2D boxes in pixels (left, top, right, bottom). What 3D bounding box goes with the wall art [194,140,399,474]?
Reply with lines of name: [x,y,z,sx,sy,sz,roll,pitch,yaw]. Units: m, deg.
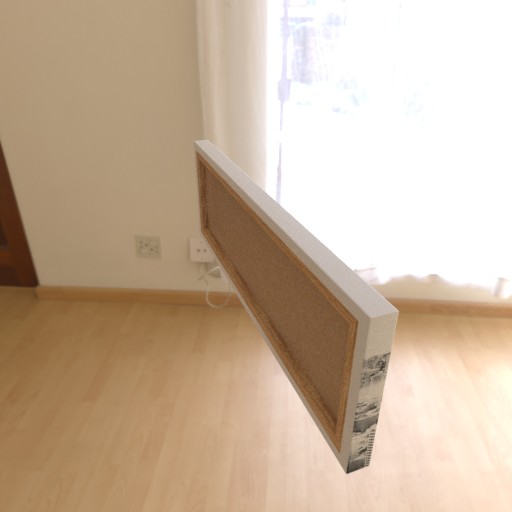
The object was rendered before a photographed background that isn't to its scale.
wall art: [0.000,0.000,0.839,0.038,0.255,0.763,-10,31,-18]
